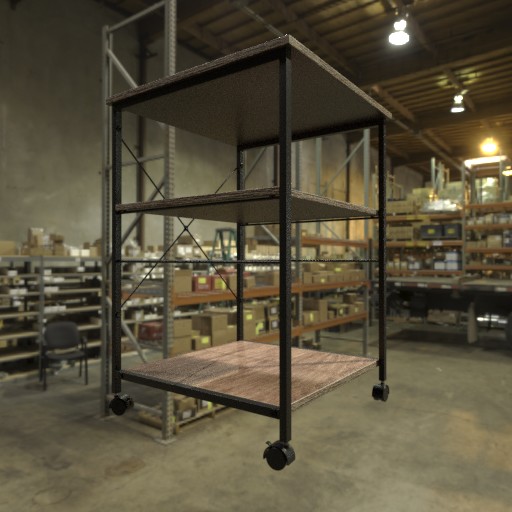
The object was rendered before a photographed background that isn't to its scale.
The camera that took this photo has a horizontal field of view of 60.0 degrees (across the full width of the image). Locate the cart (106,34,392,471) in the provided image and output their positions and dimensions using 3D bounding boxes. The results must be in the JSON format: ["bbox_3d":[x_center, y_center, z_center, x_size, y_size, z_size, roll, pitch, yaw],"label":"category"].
[{"bbox_3d":[0.000,0.000,1.126,0.520,0.762,0.521,0,0,36],"label":"cart"}]
